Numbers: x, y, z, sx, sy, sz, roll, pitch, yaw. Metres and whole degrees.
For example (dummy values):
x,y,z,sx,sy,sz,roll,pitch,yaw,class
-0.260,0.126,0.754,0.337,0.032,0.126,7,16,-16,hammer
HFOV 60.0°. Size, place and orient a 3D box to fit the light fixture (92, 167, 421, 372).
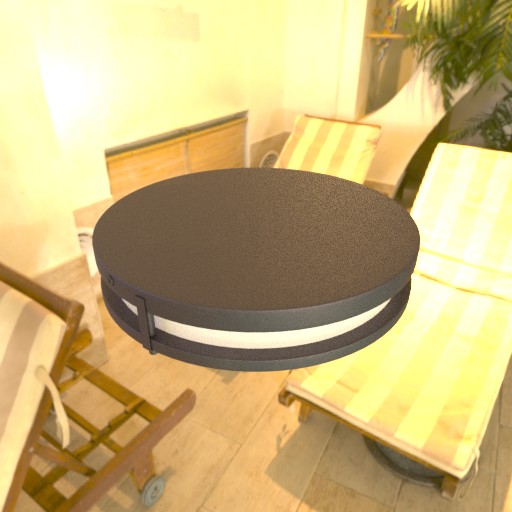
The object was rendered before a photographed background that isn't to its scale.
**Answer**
x,y,z,sx,sy,sz,roll,pitch,yaw,class
0.000,0.000,0.525,0.356,0.102,0.356,0,29,0,light fixture
